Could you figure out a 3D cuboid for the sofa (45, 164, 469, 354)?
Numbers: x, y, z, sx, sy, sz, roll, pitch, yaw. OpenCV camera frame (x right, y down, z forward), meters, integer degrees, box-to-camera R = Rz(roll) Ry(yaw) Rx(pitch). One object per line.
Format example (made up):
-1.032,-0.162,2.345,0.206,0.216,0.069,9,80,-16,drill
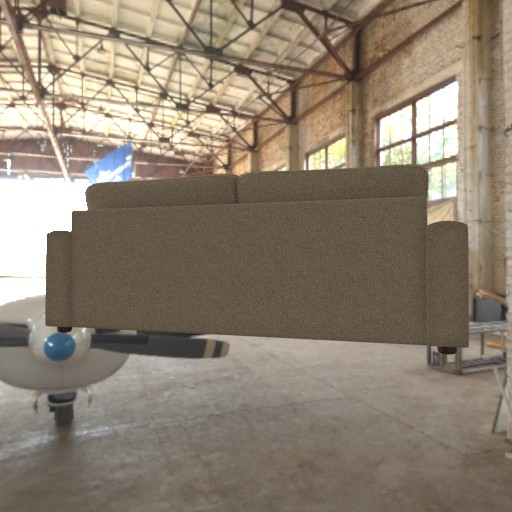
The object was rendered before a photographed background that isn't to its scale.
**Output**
0.000,0.000,2.658,2.179,0.873,1.016,0,-1,17,sofa
